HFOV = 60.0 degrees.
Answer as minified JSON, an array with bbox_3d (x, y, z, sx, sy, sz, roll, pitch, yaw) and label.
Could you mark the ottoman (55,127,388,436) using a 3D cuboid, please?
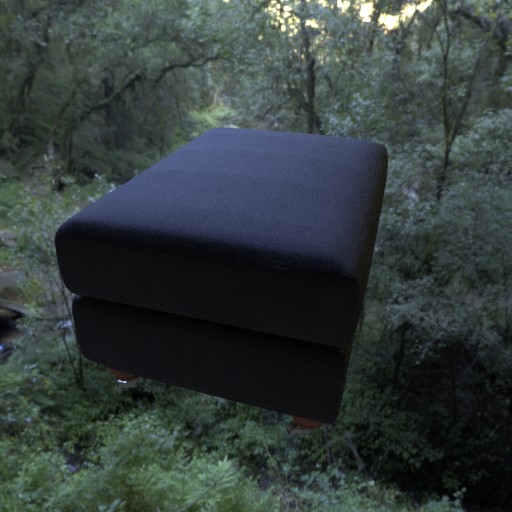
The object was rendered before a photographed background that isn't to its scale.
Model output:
[{"bbox_3d":[0.000,0.000,1.129,0.574,0.497,0.773,9,32,15],"label":"ottoman"}]
